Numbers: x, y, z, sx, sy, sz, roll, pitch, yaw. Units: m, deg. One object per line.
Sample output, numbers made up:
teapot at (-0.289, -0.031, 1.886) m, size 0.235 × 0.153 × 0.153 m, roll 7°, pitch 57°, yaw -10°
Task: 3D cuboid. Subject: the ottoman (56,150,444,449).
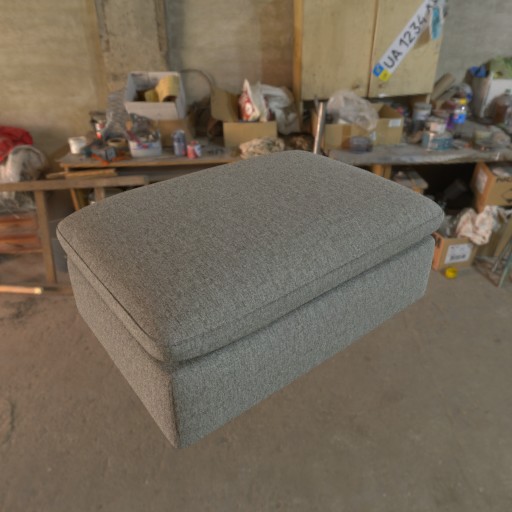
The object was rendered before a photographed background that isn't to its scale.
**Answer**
ottoman at (0.000, 0.000, 1.363) m, size 0.977 × 0.451 × 0.694 m, roll -23°, pitch 39°, yaw -31°
